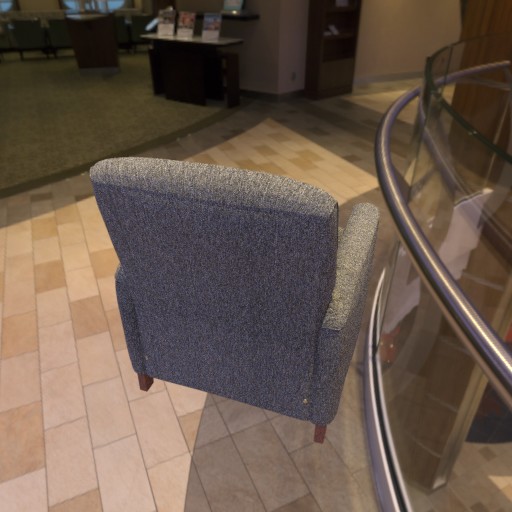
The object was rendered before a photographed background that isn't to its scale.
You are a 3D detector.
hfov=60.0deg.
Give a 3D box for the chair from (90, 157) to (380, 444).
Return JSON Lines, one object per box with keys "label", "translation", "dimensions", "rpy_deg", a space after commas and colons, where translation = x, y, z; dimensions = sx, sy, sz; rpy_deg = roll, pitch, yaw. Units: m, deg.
{"label": "chair", "translation": [0.000, 0.000, 1.684], "dimensions": [0.848, 1.014, 0.864], "rpy_deg": [11, 34, 16]}
